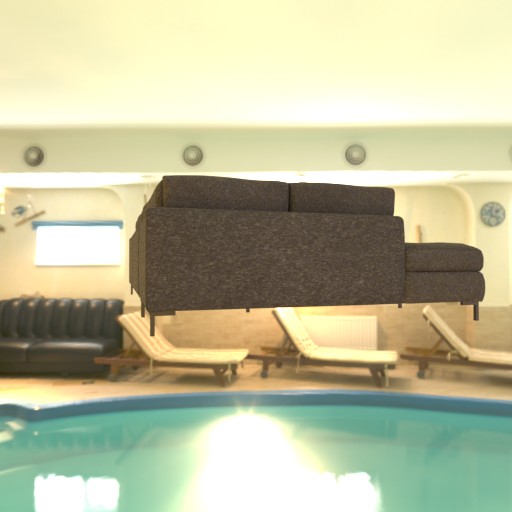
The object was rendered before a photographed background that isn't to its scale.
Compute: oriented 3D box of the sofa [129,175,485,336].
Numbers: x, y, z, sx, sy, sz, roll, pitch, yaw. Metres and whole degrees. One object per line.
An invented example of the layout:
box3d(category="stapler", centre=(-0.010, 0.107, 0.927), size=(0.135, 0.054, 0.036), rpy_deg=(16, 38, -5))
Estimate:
box3d(category="sofa", centre=(0.000, 0.000, 3.768), size=(2.007, 0.815, 2.949), rpy_deg=(0, -1, -18))
